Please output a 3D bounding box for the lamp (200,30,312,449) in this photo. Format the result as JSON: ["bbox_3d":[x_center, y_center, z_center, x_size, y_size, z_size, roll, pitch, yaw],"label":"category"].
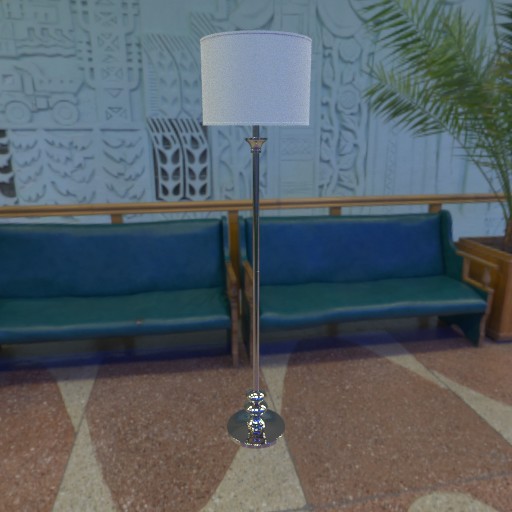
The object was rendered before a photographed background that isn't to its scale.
[{"bbox_3d":[0.000,0.000,1.625,0.356,1.487,0.356,-2,16,-8],"label":"lamp"}]
